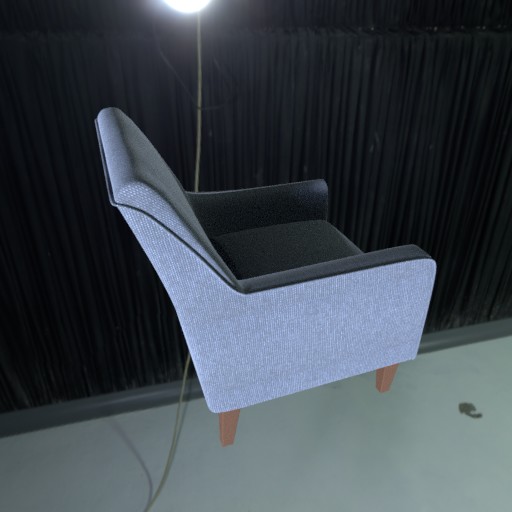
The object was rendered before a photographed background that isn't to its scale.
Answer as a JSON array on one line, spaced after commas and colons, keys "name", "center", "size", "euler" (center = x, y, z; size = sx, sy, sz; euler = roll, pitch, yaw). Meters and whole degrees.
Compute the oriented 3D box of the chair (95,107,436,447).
[{"name": "chair", "center": [0.000, 0.000, 1.553], "size": [0.899, 0.919, 0.780], "euler": [-10, 32, -17]}]
